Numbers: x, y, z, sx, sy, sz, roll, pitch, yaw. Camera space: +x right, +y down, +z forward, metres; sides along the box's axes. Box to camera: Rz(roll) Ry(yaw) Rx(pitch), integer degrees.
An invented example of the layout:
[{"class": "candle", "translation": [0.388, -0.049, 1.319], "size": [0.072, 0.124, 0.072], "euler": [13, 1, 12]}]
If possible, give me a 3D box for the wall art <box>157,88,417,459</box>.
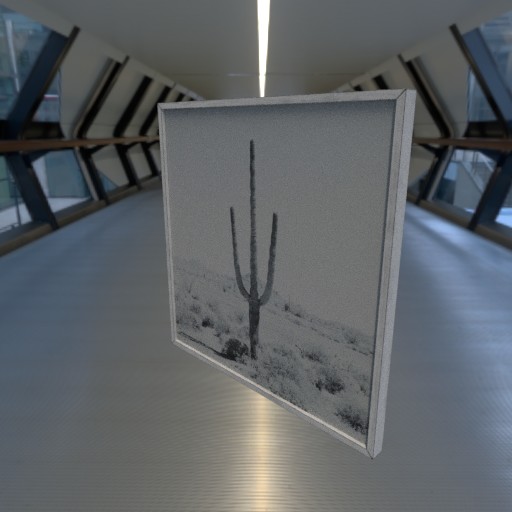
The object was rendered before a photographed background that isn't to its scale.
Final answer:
[{"class": "wall art", "translation": [0.000, 0.000, 1.133], "size": [0.038, 0.762, 0.762], "euler": [-16, 23, -43]}]
